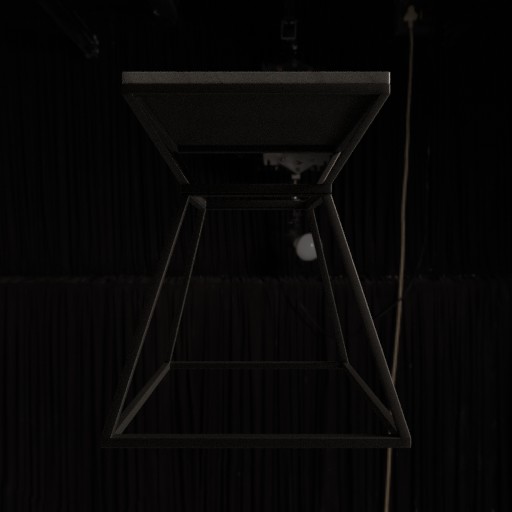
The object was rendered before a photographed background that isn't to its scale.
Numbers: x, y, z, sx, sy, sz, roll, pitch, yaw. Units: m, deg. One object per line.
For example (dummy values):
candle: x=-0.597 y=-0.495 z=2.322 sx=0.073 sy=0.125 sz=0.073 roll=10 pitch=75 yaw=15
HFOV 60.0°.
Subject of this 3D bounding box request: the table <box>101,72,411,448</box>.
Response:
table: x=0.000 y=0.000 z=0.873 sx=0.455 sy=0.559 sz=0.455 roll=0 pitch=1 yaw=0
